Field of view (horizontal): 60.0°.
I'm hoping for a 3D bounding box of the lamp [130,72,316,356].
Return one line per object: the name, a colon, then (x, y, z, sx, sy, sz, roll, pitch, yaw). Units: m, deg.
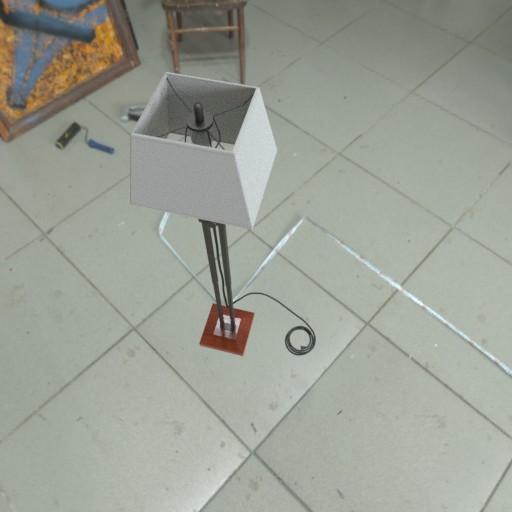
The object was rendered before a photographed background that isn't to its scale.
lamp: (0.000, 0.000, 2.009, 0.745, 1.712, 0.472, 12, 59, 7)
